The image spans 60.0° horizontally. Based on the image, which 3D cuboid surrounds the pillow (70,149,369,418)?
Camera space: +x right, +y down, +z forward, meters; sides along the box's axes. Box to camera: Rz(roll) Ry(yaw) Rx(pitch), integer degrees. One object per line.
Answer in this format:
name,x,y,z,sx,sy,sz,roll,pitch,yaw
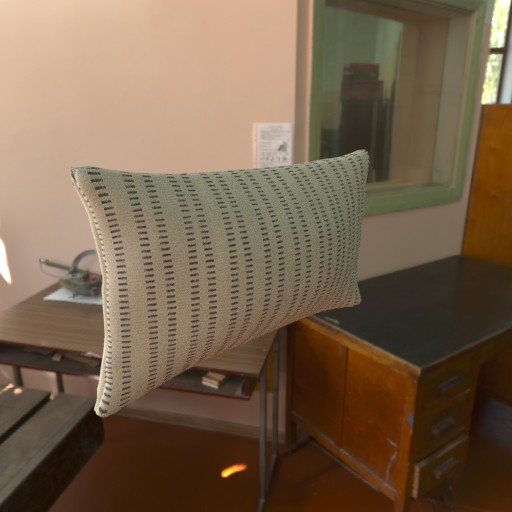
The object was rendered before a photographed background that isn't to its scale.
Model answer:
pillow,0.000,0.000,0.795,0.640,0.353,0.210,-15,22,-41
